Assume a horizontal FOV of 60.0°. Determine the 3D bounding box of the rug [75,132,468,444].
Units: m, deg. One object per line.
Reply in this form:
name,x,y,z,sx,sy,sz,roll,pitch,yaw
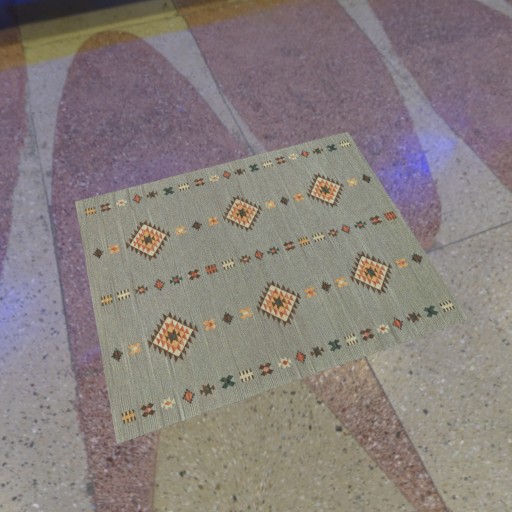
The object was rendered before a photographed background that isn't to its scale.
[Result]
rug,0.000,0.000,4.155,3.035,0.008,2.425,-17,60,-10
